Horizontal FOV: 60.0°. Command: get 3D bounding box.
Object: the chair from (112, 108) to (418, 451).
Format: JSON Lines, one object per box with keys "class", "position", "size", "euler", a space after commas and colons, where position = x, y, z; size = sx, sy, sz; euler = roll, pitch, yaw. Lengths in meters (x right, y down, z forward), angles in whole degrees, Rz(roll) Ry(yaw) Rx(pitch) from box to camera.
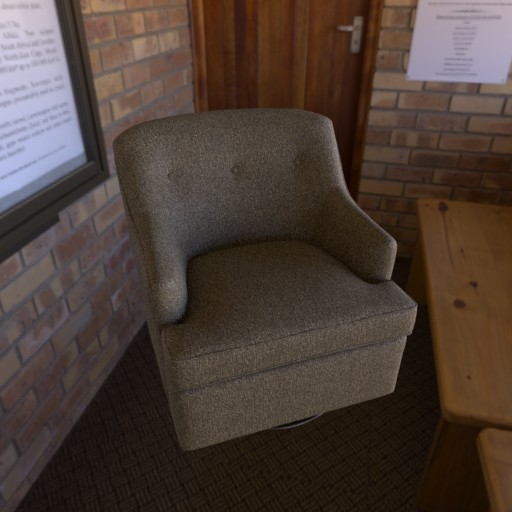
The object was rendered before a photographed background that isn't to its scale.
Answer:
{"class": "chair", "position": [0.000, 0.000, 1.613], "size": [0.864, 0.856, 0.923], "euler": [-10, 32, -16]}
